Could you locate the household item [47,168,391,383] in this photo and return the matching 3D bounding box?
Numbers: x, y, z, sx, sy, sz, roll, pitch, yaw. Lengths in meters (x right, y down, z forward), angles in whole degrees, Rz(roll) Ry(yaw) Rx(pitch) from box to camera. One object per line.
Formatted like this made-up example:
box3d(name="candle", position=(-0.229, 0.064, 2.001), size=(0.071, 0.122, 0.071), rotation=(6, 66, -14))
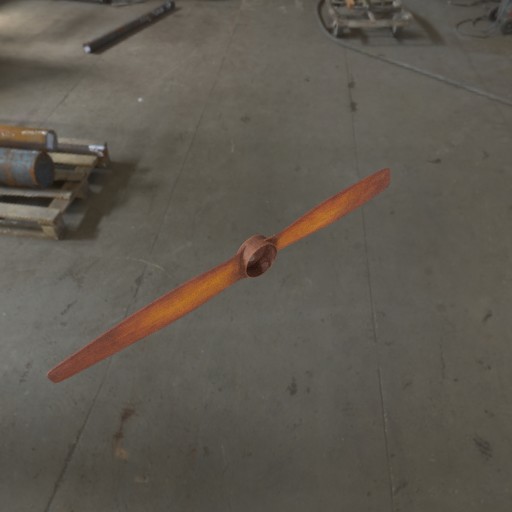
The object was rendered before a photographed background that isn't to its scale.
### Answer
box3d(name="household item", position=(0.000, 0.000, 1.236), size=(1.181, 0.121, 0.051), rotation=(-31, 53, -27))
